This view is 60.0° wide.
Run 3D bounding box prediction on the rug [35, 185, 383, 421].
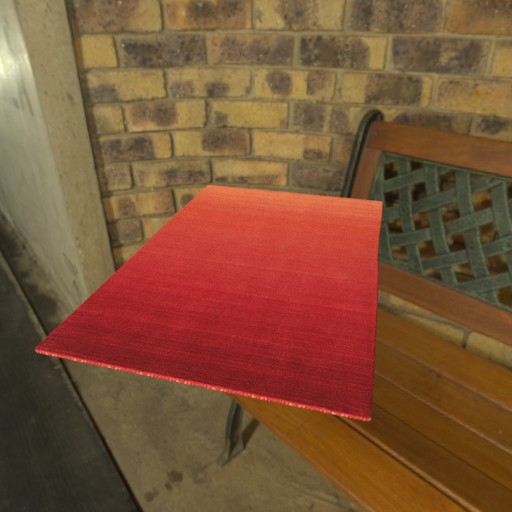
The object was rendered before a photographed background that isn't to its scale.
[{"bbox_3d":[0.000,0.000,2.272,1.230,0.018,1.835,7,30,13],"label":"rug"}]
